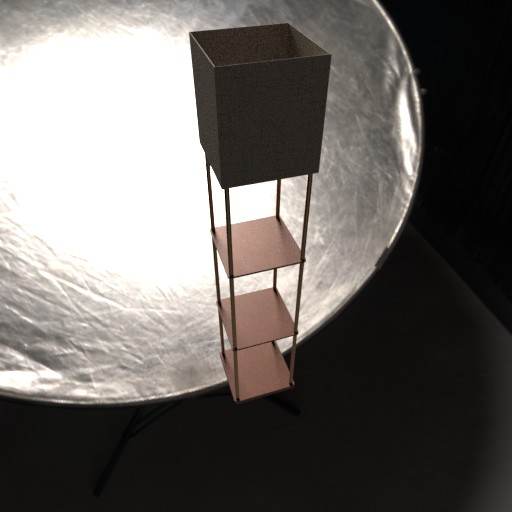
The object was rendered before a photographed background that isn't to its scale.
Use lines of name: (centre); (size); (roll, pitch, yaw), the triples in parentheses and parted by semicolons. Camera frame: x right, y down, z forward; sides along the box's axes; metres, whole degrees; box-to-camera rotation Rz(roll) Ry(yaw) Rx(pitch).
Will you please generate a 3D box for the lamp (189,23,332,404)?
lamp: (0.000, 0.000, 1.735); (0.310, 1.569, 0.308); (-12, 43, -13)
